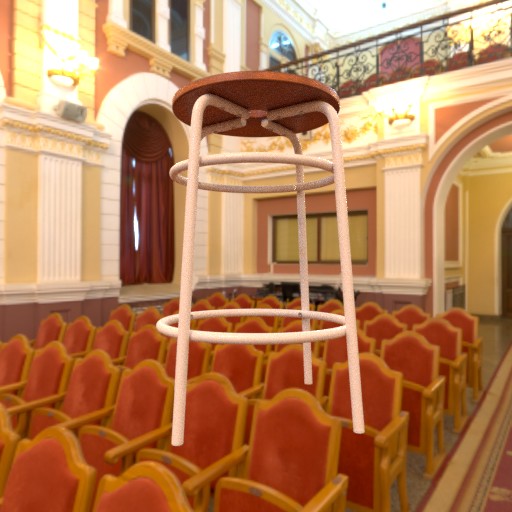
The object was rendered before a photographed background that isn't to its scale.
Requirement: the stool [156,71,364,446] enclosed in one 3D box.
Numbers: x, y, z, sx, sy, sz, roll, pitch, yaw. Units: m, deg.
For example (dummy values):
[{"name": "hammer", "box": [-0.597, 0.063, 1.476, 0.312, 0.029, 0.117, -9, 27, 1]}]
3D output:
[{"name": "stool", "box": [0.000, 0.000, 0.896, 0.455, 0.610, 0.455, -1, -1, 35]}]
